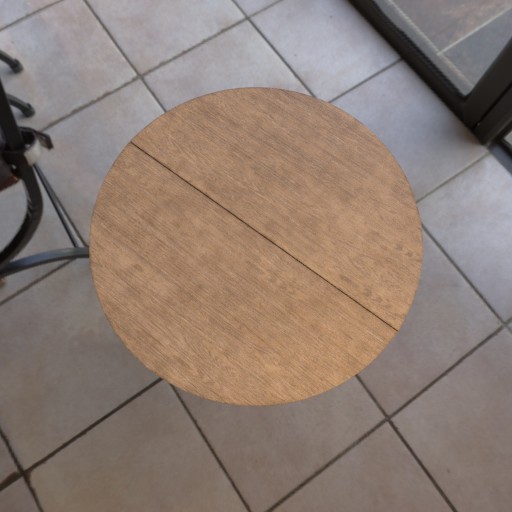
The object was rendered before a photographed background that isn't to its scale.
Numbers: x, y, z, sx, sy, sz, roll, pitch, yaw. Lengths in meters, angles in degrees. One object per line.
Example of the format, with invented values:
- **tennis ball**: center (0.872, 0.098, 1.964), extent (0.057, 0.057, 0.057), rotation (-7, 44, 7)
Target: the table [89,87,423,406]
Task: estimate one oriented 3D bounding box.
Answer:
- **table**: center (0.000, 0.000, 2.188), extent (1.363, 0.781, 1.363), rotation (0, 75, 0)
